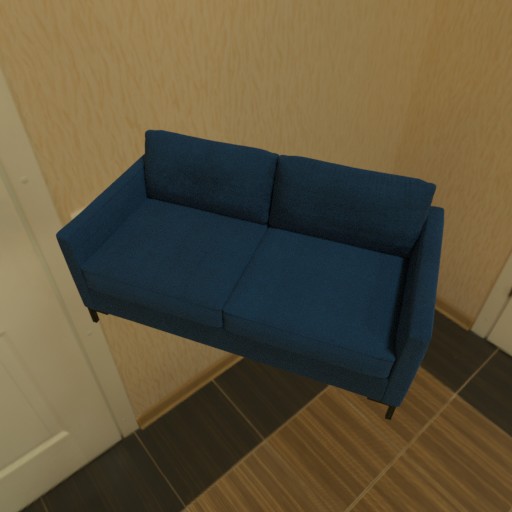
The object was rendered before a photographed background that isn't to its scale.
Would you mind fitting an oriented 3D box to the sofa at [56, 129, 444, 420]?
[{"bbox_3d":[0.000,0.000,2.219,1.676,0.817,0.875,14,45,15],"label":"sofa"}]
